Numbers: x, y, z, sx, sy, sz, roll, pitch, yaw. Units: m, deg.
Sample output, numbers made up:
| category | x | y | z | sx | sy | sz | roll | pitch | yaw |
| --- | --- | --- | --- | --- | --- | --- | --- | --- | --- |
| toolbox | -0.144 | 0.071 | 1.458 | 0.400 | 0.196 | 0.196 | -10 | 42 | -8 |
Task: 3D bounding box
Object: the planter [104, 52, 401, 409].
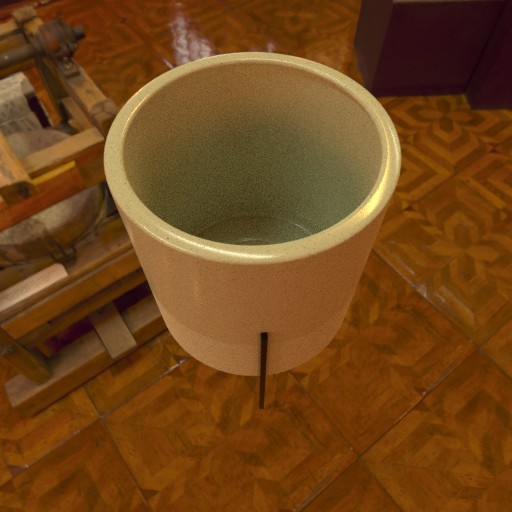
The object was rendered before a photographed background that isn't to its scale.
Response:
| category | x | y | z | sx | sy | sz | roll | pitch | yaw |
| --- | --- | --- | --- | --- | --- | --- | --- | --- | --- |
| planter | 0.000 | 0.000 | 0.673 | 0.323 | 0.475 | 0.314 | -31 | 62 | -18 |
